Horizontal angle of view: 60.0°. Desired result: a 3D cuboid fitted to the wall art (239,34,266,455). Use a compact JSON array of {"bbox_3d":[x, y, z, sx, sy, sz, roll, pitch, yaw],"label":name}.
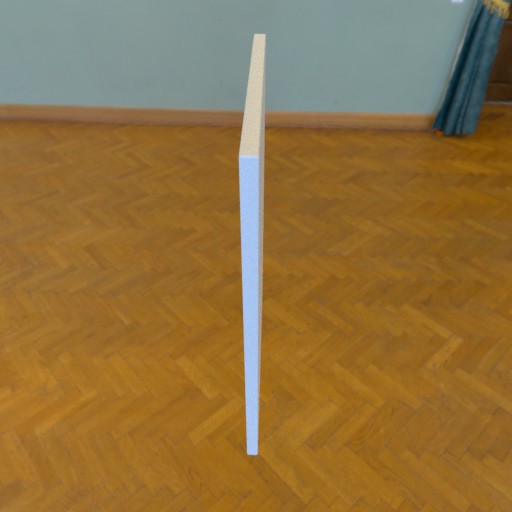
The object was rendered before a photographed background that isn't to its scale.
[{"bbox_3d":[0.000,0.000,1.032,0.026,0.813,0.556,1,41,1],"label":"wall art"}]
